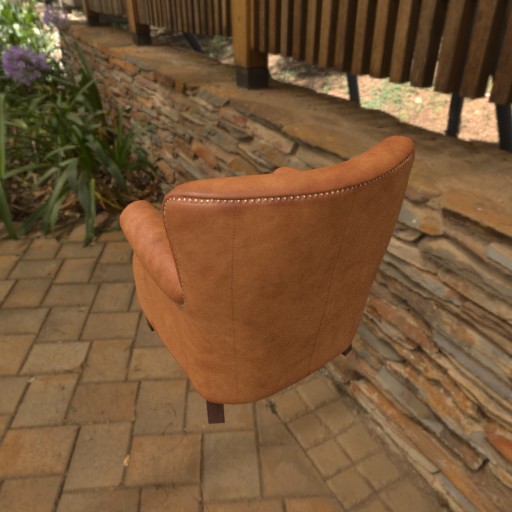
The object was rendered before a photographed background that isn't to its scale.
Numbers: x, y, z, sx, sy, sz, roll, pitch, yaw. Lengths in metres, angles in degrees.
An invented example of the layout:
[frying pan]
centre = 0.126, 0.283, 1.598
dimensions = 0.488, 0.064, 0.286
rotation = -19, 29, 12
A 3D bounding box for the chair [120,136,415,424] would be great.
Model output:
[chair]
centre = 0.000, 0.000, 1.666
dimensions = 0.861, 0.936, 0.921
rotation = -19, 36, -28
